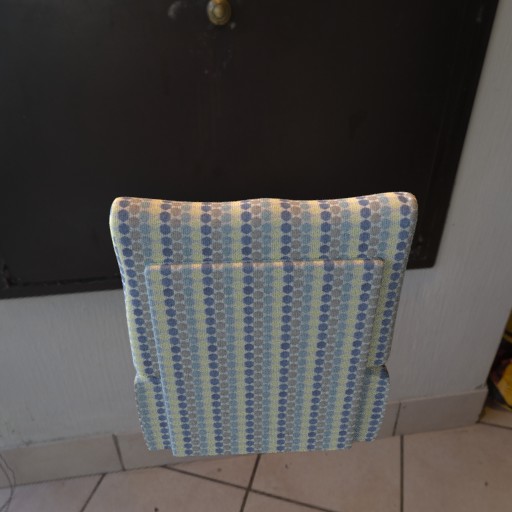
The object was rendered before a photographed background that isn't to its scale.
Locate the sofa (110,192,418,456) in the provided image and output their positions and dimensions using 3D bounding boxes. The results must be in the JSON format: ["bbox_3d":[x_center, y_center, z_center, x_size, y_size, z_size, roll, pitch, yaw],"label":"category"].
[{"bbox_3d":[0.000,0.000,1.537,0.700,0.820,1.000,-1,31,-2],"label":"sofa"}]
